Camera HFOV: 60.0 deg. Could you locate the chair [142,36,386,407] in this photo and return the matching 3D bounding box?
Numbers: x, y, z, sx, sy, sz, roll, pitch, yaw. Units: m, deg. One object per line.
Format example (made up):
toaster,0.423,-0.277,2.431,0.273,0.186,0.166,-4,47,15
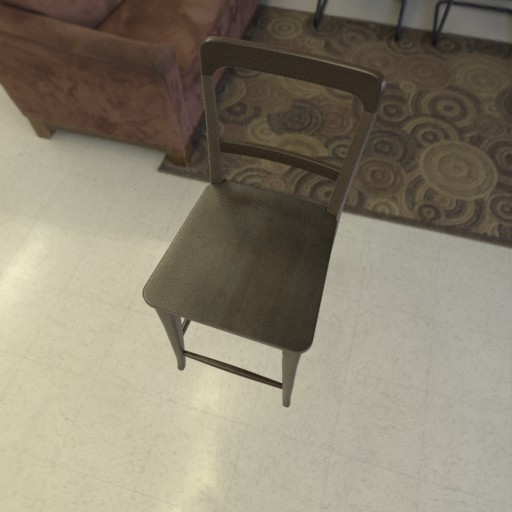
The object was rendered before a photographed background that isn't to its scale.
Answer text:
chair,0.000,0.000,1.294,0.450,0.991,0.546,16,60,10
